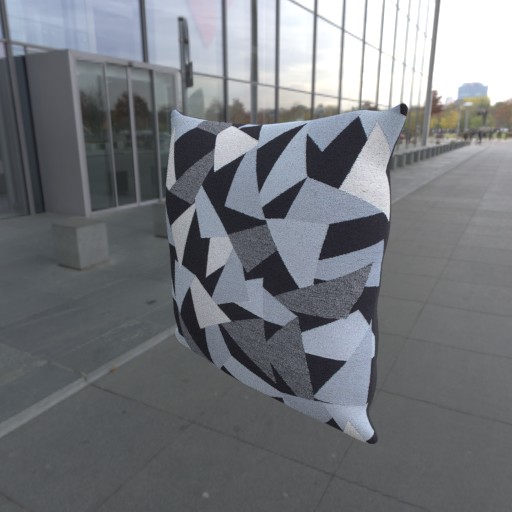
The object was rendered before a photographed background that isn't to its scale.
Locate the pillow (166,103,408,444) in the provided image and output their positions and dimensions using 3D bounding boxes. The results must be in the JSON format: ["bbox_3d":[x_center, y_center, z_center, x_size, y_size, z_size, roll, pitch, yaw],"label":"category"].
[{"bbox_3d":[0.000,0.000,0.765,0.503,0.496,0.208,15,22,43],"label":"pillow"}]
